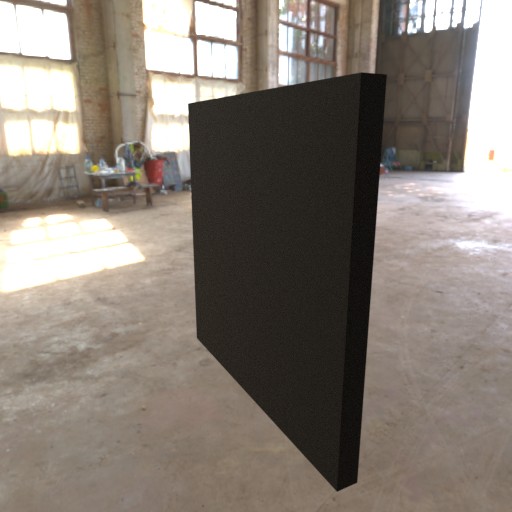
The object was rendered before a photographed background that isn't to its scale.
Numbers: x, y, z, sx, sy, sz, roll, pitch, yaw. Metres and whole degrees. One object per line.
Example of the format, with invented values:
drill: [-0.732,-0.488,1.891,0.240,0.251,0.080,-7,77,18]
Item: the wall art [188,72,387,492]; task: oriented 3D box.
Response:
wall art: [0.000,0.000,0.663,0.030,0.458,0.462,-8,17,-27]
